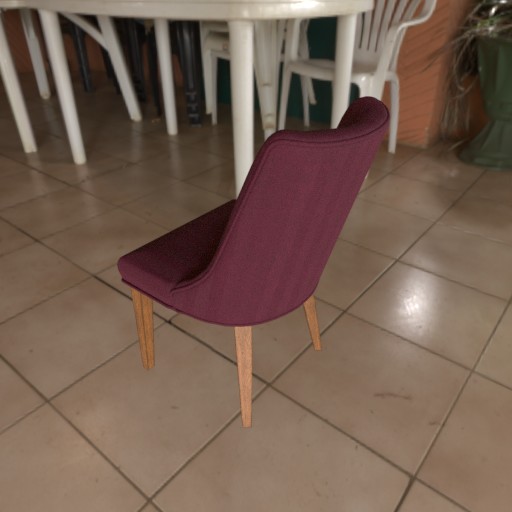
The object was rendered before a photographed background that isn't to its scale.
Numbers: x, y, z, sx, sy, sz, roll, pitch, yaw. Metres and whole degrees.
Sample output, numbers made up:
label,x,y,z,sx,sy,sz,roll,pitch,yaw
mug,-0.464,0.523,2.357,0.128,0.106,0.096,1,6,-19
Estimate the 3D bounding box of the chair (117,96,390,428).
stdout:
label,x,y,z,sx,sy,sz,roll,pitch,yaw
chair,0.000,0.000,1.328,0.638,0.916,0.548,23,39,31
